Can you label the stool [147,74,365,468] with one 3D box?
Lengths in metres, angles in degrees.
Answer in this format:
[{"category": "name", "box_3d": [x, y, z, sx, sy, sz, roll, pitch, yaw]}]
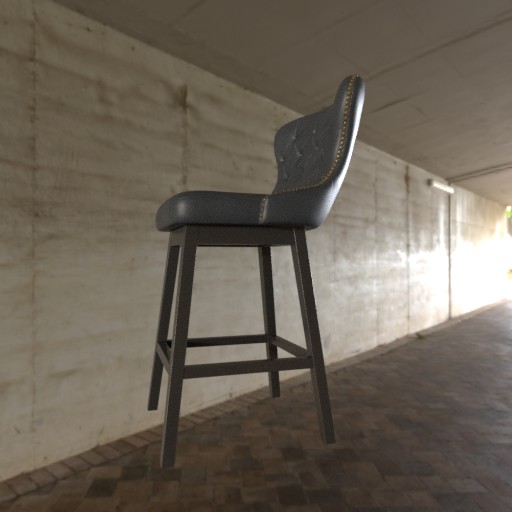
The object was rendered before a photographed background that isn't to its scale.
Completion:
[{"category": "stool", "box_3d": [0.000, 0.000, 1.306, 0.593, 0.971, 0.528, 0, 0, -18]}]
